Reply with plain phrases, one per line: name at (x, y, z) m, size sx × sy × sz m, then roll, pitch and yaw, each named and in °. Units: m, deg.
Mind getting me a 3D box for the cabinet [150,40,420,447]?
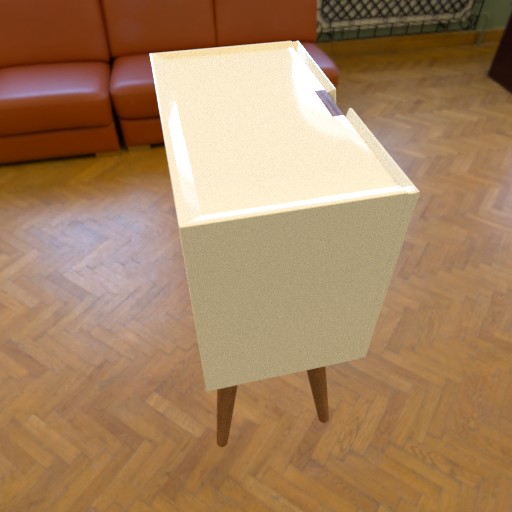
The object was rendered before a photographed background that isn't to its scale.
cabinet at (0.000, 0.000, 1.080) m, size 0.344 × 0.772 × 0.591 m, roll -10°, pitch 46°, yaw -9°
